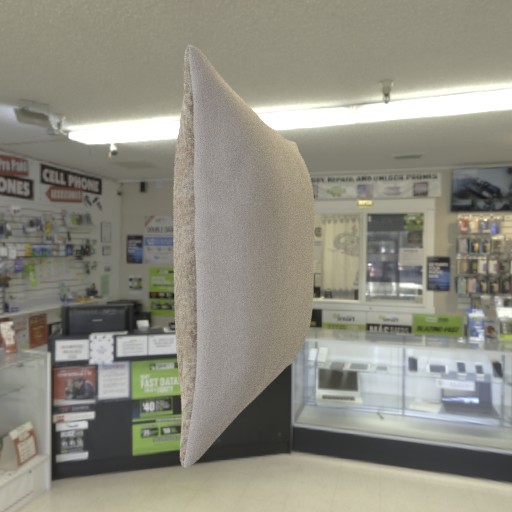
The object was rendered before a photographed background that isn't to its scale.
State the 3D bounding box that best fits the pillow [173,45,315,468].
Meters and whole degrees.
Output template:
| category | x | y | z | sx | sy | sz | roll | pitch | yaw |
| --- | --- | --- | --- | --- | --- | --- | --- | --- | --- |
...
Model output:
| category | x | y | z | sx | sy | sz | roll | pitch | yaw |
| --- | --- | --- | --- | --- | --- | --- | --- | --- | --- |
| pillow | 0.000 | 0.000 | 0.777 | 0.166 | 0.510 | 0.523 | 0 | 1 | 19 |
